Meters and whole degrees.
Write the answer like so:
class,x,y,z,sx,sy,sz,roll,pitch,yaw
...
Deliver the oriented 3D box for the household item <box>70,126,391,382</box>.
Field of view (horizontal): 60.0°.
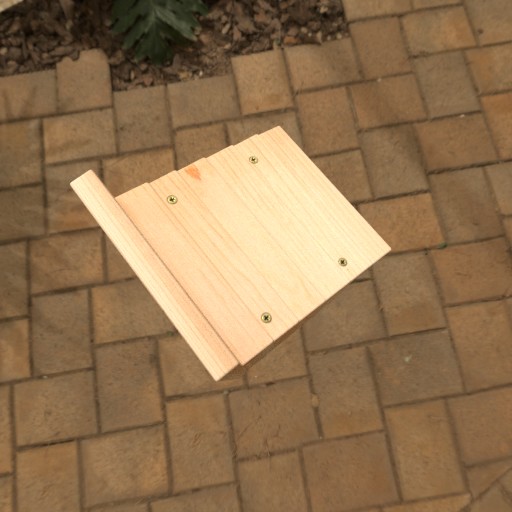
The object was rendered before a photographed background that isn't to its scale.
class,x,y,z,sx,sy,sz,roll,pitch,yaw
household item,0.000,0.000,0.409,0.171,0.300,0.149,-37,78,-9
